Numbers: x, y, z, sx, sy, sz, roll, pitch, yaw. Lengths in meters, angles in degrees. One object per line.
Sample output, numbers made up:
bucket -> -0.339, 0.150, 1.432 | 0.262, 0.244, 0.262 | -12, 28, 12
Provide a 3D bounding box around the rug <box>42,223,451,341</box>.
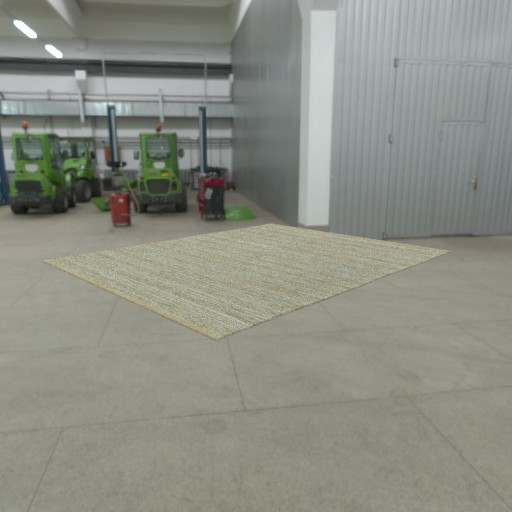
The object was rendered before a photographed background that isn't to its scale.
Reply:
rug -> 0.000, 0.000, 4.208 | 3.034, 0.012, 2.471 | -13, 18, -43
